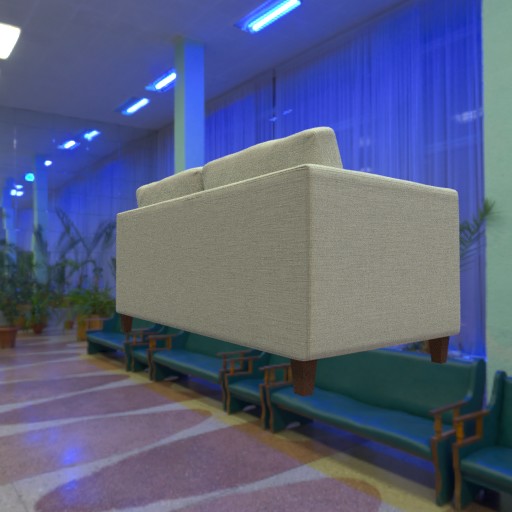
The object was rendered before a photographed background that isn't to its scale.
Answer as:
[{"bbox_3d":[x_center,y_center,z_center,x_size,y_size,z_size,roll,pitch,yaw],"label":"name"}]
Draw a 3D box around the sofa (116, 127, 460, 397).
[{"bbox_3d":[0.000,0.000,2.417,0.950,0.963,1.838,1,-1,-36],"label":"sofa"}]
